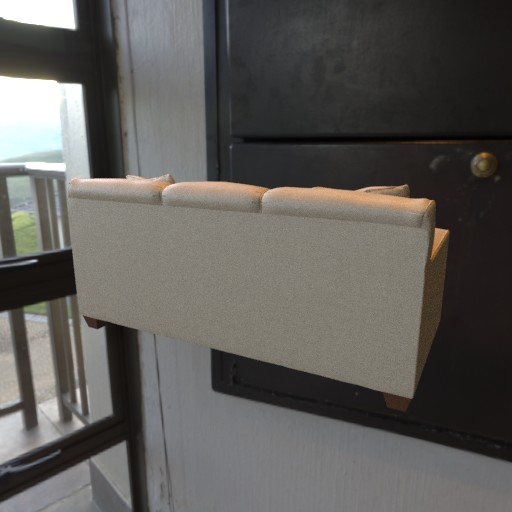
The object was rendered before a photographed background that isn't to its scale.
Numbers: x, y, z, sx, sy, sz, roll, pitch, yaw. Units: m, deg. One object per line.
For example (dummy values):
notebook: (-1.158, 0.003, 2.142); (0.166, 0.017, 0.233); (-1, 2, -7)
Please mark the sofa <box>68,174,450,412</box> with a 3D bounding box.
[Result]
sofa: (0.000, 0.000, 2.622); (2.024, 0.958, 0.997); (8, 16, 27)
